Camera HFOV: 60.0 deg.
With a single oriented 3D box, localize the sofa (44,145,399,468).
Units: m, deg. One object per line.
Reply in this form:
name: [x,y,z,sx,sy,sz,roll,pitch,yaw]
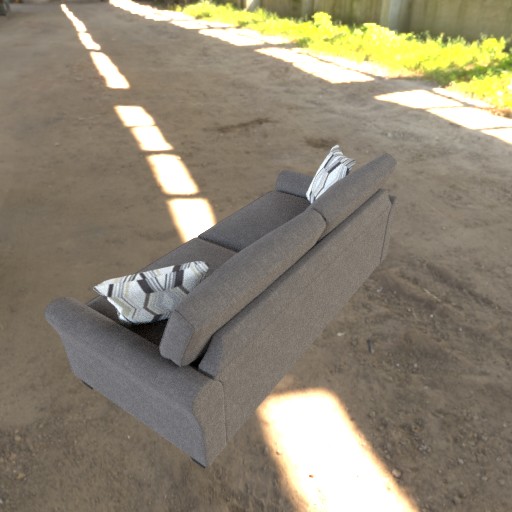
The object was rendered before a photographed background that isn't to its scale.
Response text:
sofa: [0.000,0.000,2.469,0.889,0.813,2.032,20,37,29]
